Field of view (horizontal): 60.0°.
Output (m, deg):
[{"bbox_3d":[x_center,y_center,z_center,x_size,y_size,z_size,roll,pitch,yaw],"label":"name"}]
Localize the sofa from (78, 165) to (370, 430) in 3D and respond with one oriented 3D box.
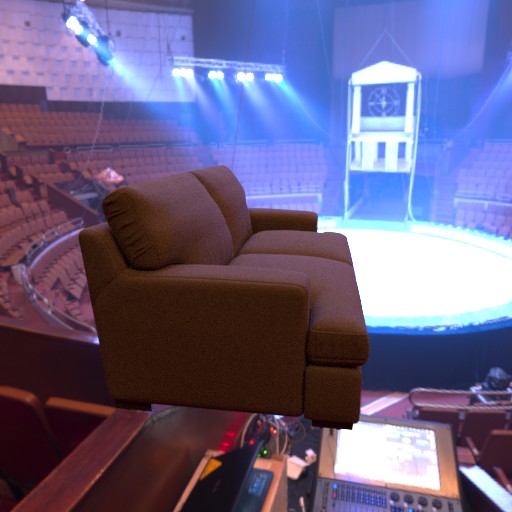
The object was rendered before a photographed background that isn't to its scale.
[{"bbox_3d":[0.000,0.000,2.555,1.140,0.950,1.869,2,15,9],"label":"sofa"}]
